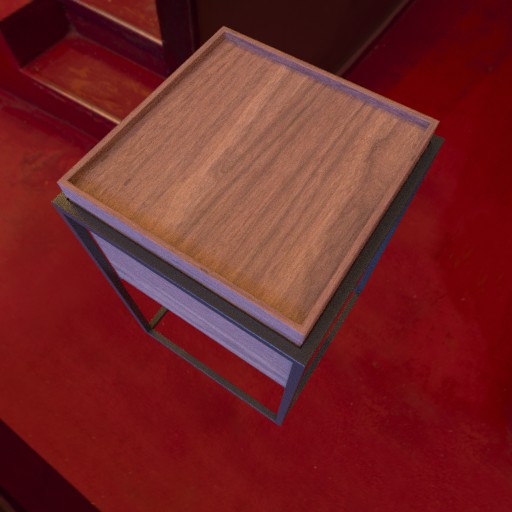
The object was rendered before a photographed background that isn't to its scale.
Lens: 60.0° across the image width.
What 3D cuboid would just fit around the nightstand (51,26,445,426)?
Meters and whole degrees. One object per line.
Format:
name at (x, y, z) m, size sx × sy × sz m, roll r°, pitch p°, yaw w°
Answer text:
nightstand at (0.000, 0.000, 0.853) m, size 0.397 × 0.607 × 0.397 m, roll 31°, pitch 67°, yaw 15°
